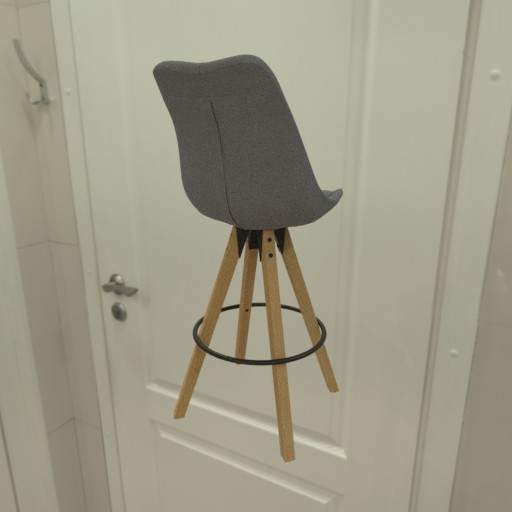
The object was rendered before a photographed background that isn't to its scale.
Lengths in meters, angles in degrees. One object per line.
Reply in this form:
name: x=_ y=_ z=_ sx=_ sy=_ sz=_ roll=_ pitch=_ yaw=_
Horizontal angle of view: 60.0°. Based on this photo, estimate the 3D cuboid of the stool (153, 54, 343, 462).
stool: x=0.000 y=0.000 z=1.422 sx=0.485 sy=1.115 sz=0.550 roll=9 pitch=19 yaw=28
